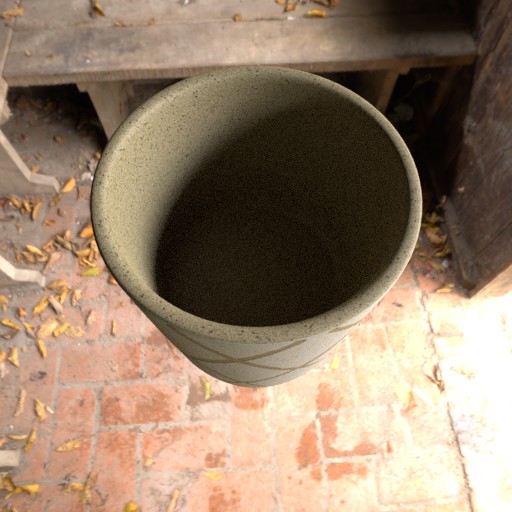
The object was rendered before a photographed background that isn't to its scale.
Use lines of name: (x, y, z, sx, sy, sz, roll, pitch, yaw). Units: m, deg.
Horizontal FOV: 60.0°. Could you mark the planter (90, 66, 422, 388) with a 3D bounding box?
planter: (0.000, 0.000, 0.411, 0.228, 0.235, 0.228, 0, 64, 0)
